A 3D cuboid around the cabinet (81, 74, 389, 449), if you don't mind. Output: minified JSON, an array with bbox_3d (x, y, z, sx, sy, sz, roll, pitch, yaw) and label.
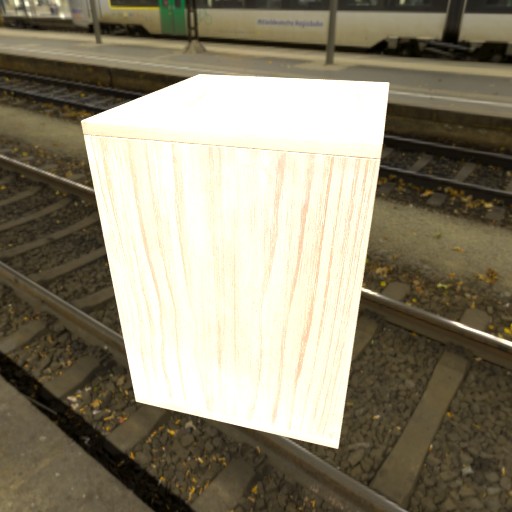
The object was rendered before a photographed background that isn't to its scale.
[{"bbox_3d":[0.000,0.000,0.847,0.401,0.579,0.409,8,31,13],"label":"cabinet"}]
